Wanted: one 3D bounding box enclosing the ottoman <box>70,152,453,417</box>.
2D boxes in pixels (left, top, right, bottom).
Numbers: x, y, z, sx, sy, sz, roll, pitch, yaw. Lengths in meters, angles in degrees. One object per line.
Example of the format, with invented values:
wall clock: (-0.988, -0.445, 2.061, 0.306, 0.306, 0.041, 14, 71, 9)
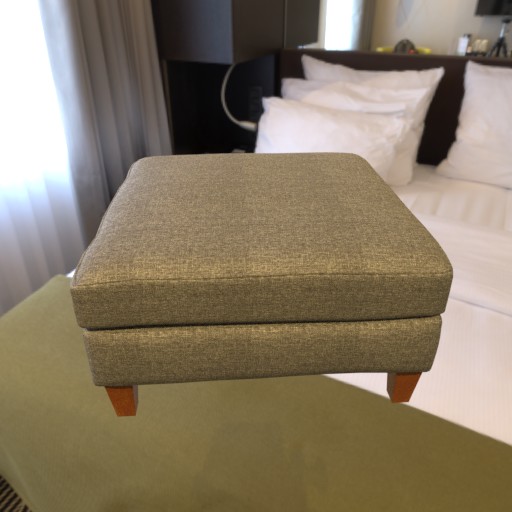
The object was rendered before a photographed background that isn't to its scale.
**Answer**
ottoman: (0.000, 0.000, 1.359, 0.838, 0.481, 0.838, -2, 30, -3)
